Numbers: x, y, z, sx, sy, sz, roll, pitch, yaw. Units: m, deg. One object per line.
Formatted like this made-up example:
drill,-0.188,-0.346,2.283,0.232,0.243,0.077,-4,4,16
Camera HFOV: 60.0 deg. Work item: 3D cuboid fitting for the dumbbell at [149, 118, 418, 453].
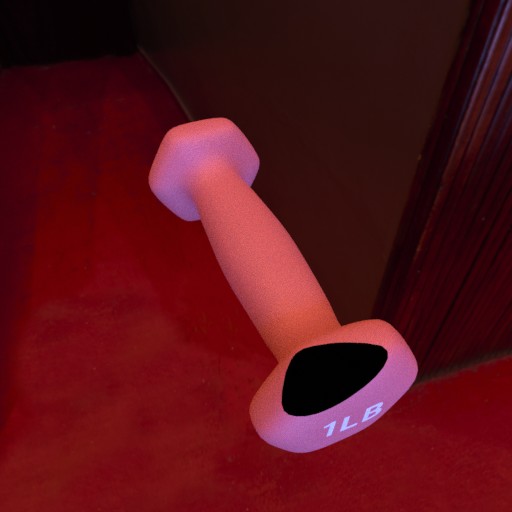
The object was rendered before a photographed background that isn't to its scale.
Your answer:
dumbbell,0.000,0.000,0.149,0.047,0.043,0.123,-17,48,-16
